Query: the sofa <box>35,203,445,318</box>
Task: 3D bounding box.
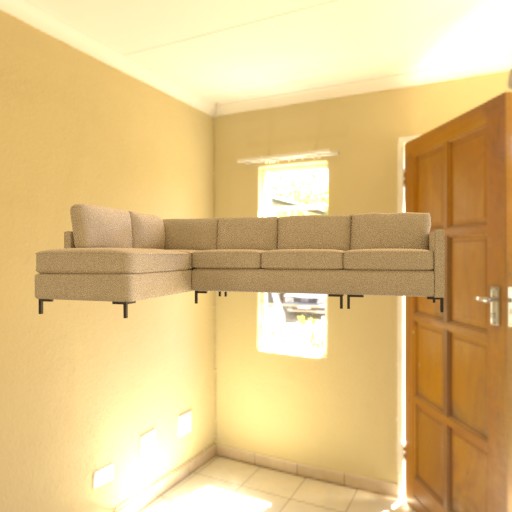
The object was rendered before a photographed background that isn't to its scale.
[{"bbox_3d":[0.000,0.000,4.271,3.384,0.996,2.048,0,0,18],"label":"sofa"}]
